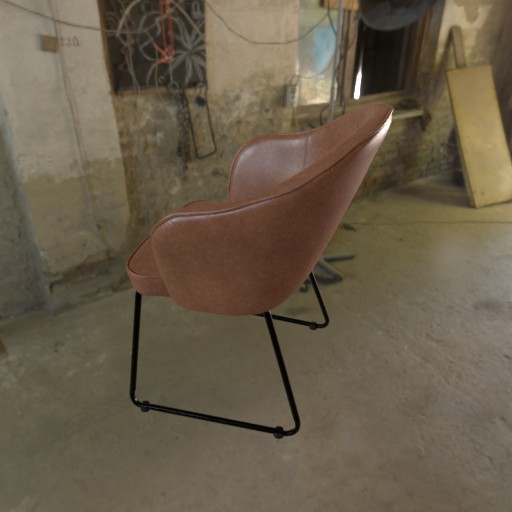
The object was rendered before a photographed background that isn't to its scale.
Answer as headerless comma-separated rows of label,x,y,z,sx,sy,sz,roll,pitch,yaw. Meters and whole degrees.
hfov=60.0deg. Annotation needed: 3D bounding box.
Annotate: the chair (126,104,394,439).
chair,0.000,0.000,1.162,0.580,0.785,0.582,8,31,14
